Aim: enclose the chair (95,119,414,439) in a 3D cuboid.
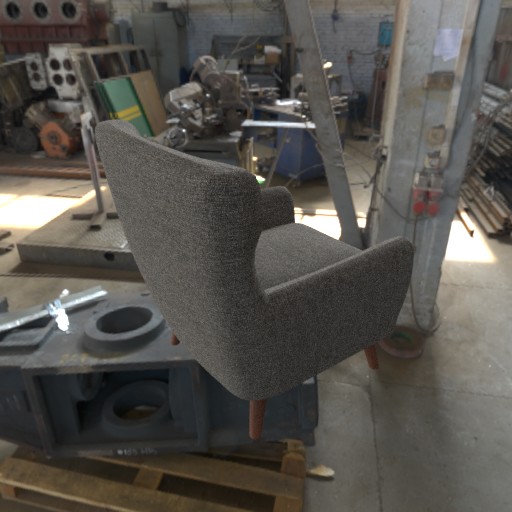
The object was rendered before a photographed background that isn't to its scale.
[{"bbox_3d":[0.000,0.000,1.767,0.940,1.039,0.889,-18,32,-31],"label":"chair"}]
